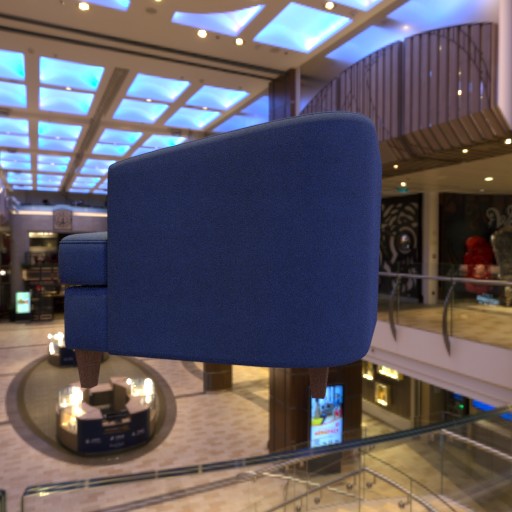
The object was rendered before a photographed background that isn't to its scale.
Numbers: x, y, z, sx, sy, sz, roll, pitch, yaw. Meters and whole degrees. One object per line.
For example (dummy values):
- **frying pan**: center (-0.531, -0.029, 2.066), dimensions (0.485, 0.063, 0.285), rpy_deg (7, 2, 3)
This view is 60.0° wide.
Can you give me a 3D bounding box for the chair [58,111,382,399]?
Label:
- **chair**: center (0.000, 0.000, 1.706), dimensions (0.914, 0.787, 1.118), rpy_deg (0, 1, 18)
